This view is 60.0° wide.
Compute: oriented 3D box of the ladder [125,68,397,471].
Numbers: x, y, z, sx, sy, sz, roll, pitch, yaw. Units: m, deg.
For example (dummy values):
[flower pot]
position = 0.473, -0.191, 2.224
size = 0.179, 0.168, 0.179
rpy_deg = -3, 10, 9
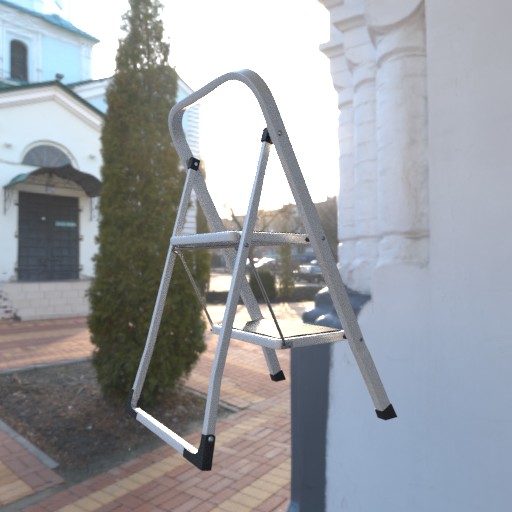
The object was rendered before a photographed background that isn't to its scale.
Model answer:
[ladder]
position = 0.000, 0.000, 1.143
size = 0.544, 0.810, 0.460
rpy_deg = 1, -1, -36
